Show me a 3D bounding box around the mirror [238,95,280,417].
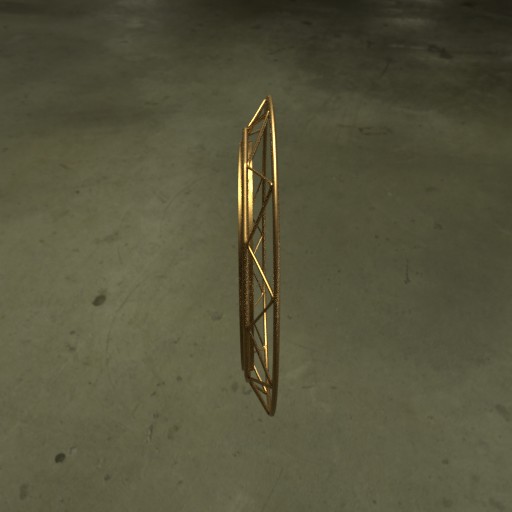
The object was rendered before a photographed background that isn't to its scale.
[{"bbox_3d":[0.000,0.000,0.665,0.043,0.454,0.454,-1,41,-1],"label":"mirror"}]
